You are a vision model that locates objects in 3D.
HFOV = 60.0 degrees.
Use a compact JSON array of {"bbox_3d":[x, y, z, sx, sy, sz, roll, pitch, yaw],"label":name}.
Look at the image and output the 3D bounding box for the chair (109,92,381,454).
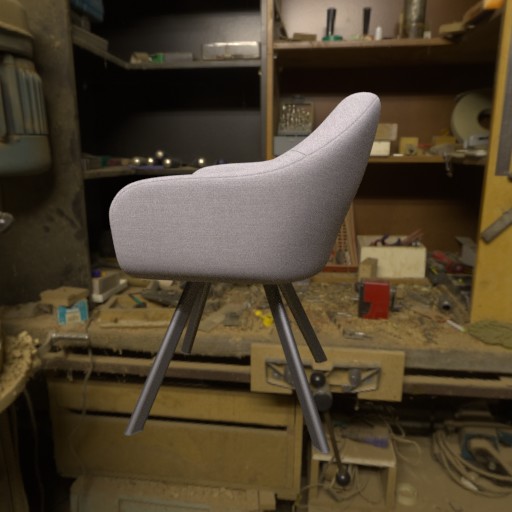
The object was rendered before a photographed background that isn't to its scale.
[{"bbox_3d":[0.000,0.000,1.138,0.570,0.780,0.540,2,14,8],"label":"chair"}]
